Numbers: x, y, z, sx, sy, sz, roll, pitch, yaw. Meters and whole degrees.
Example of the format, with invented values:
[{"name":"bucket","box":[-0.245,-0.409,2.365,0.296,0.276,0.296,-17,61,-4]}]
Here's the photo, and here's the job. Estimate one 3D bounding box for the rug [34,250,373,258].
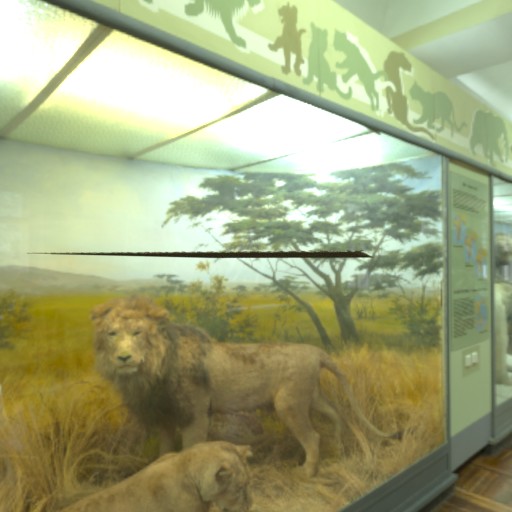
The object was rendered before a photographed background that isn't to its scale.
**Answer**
[{"name":"rug","box":[0.000,0.000,2.998,1.524,0.008,2.438,0,-1,16]}]
